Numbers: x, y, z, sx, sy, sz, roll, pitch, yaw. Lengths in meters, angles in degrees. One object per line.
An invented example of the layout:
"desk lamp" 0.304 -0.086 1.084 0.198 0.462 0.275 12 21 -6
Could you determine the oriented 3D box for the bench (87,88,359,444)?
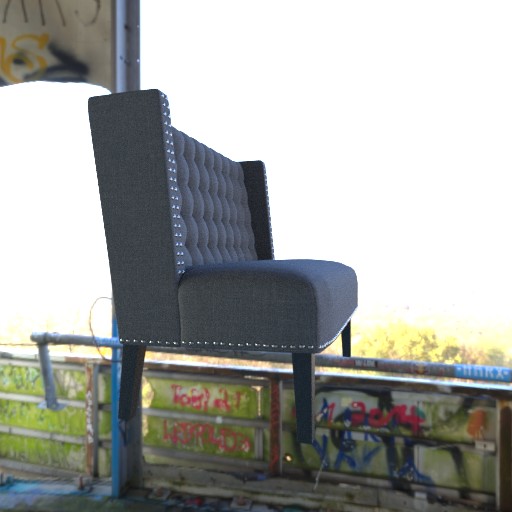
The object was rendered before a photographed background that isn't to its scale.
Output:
"bench" 0.000 0.000 2.014 0.842 1.121 1.276 0 0 18
